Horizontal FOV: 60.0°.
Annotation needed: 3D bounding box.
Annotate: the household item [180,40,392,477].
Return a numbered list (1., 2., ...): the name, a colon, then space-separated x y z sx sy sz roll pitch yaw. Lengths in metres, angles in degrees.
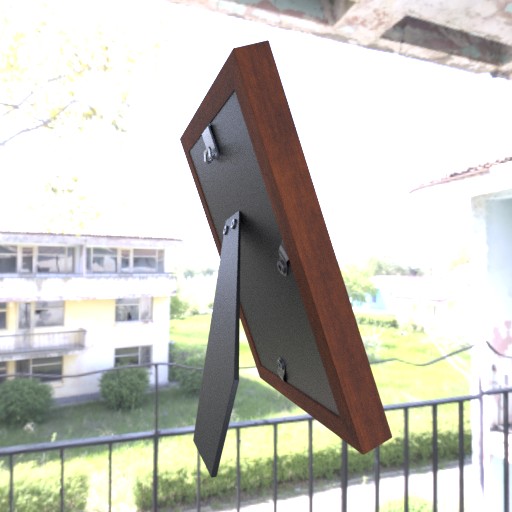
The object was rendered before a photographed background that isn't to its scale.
1. household item: 0.000 0.000 0.292 0.096 0.204 0.160 0 -1 -19
